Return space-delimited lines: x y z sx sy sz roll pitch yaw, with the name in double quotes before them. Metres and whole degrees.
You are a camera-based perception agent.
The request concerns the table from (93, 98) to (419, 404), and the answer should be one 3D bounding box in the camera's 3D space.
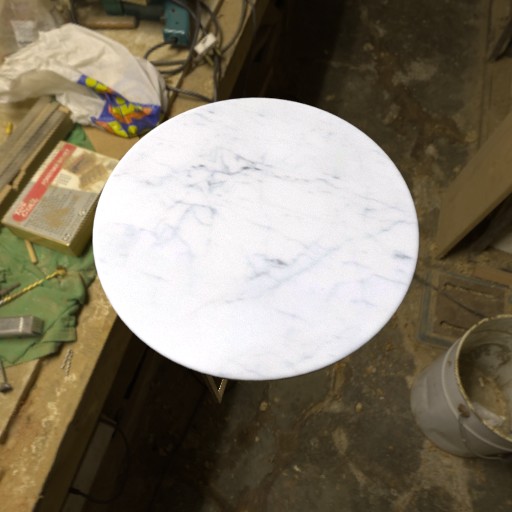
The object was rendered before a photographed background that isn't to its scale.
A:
"table" 0.000 0.000 1.297 0.800 0.450 0.800 0 63 0
